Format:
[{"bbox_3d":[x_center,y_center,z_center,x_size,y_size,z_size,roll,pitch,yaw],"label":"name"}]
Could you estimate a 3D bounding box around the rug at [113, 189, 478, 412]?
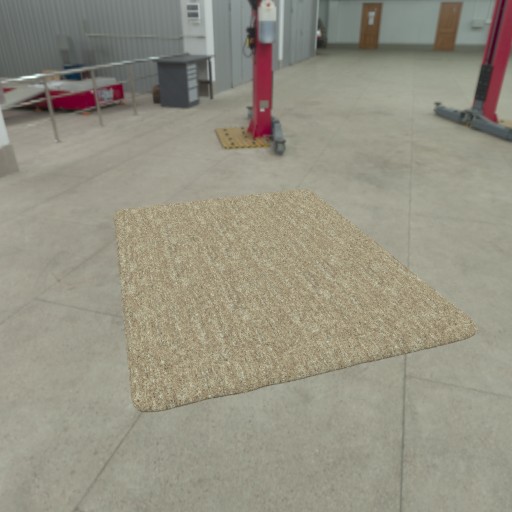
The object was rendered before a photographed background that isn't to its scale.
[{"bbox_3d":[0.000,0.000,3.750,2.242,0.050,2.873,-9,29,-16],"label":"rug"}]
